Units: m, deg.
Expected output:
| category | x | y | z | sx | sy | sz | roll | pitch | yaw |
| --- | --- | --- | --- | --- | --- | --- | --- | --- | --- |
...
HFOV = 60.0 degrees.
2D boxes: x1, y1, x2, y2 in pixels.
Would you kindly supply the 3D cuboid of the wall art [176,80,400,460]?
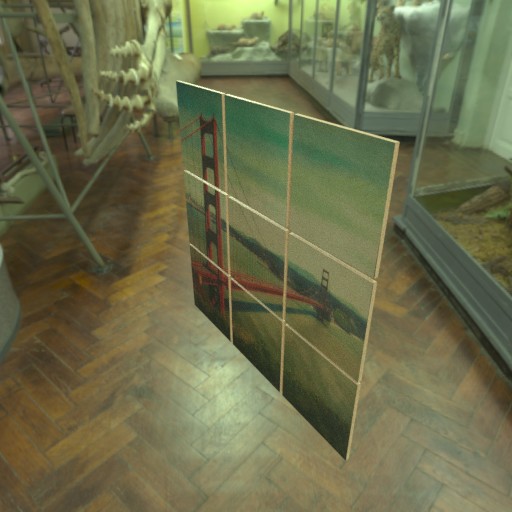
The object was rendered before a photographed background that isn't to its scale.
| category | x | y | z | sx | sy | sz | roll | pitch | yaw |
| --- | --- | --- | --- | --- | --- | --- | --- | --- | --- |
| wall art | 0.000 | 0.000 | 1.815 | 0.016 | 1.207 | 1.217 | -19 | 35 | -30 |
